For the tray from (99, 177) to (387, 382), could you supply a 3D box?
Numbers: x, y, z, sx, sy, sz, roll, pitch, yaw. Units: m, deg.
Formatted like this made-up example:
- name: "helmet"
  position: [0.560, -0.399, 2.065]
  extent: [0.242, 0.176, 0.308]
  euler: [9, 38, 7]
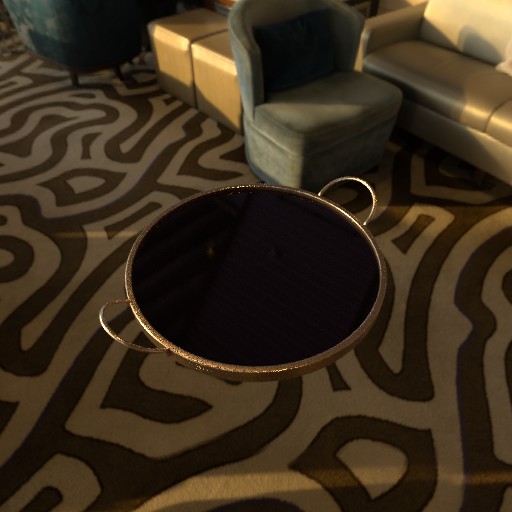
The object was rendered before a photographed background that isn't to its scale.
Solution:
- name: "tray"
  position: [0.000, 0.000, 0.755]
  extent: [0.543, 0.069, 0.438]
  euler: [-30, 52, -27]
